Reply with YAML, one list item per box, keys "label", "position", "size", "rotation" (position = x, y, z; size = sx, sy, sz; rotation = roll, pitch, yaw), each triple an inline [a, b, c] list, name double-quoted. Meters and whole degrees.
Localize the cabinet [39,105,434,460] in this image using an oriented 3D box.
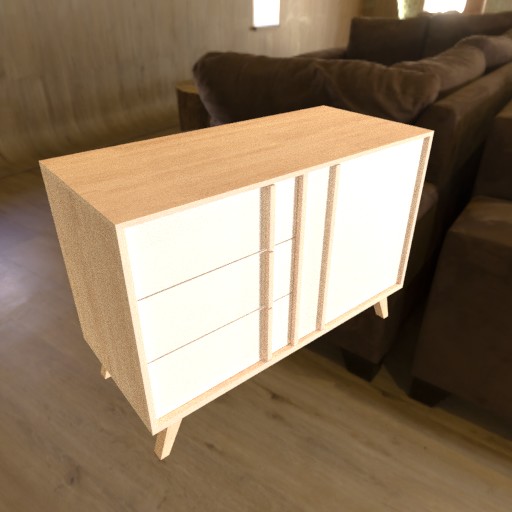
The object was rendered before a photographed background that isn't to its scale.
- label: "cabinet"
  position: [0.000, 0.000, 1.531]
  size: [1.110, 0.780, 0.500]
  rotation: [-22, 37, -33]
